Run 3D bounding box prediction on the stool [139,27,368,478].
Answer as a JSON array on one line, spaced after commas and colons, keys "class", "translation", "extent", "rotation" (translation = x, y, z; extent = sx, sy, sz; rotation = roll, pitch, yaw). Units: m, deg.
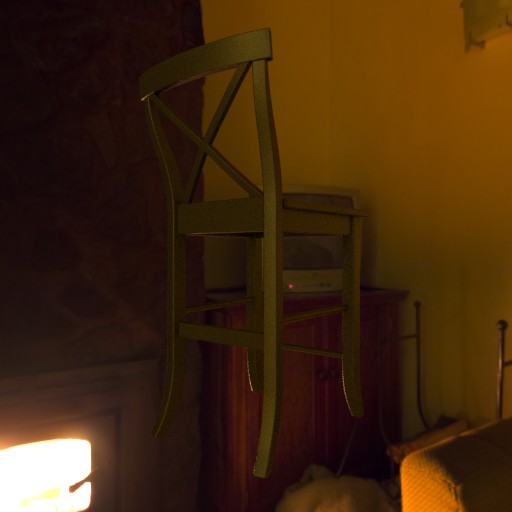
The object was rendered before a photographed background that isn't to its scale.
[{"class": "stool", "translation": [0.000, 0.000, 1.279], "extent": [0.452, 0.989, 0.559], "rotation": [0, 1, 38]}]
